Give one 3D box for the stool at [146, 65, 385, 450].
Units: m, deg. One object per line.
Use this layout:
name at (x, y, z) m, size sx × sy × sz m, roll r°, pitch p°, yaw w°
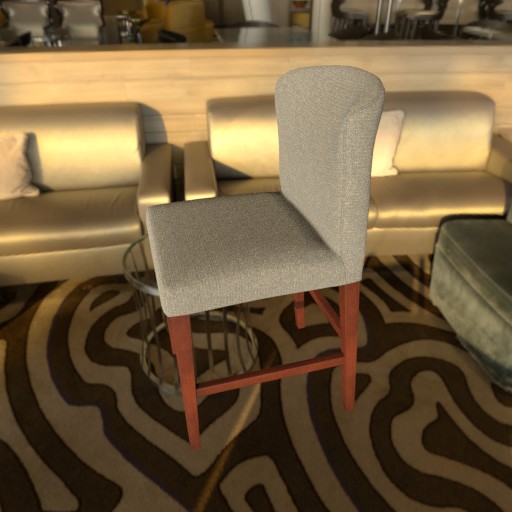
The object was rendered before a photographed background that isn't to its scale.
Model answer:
stool at (0.000, 0.000, 1.259) m, size 0.568 × 0.968 × 0.479 m, roll -9°, pitch 32°, yaw -14°
